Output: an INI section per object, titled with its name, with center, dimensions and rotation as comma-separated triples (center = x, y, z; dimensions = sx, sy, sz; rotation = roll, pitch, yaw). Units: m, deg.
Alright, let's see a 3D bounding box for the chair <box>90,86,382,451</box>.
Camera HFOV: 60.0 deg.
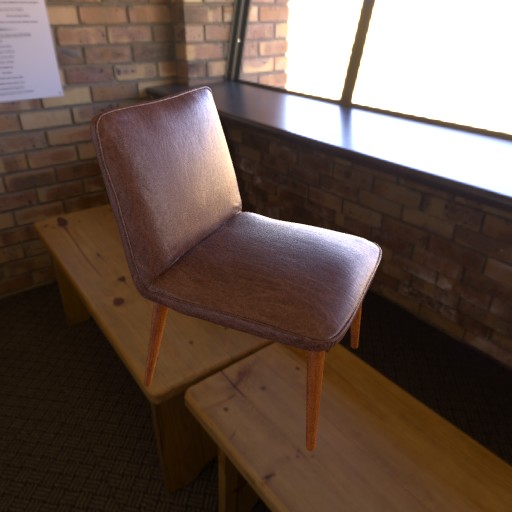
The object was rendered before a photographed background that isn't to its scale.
[chair]
center = 0.000, 0.000, 1.228
dimensions = 0.645, 0.803, 0.543
rotation = 11, 31, 18
